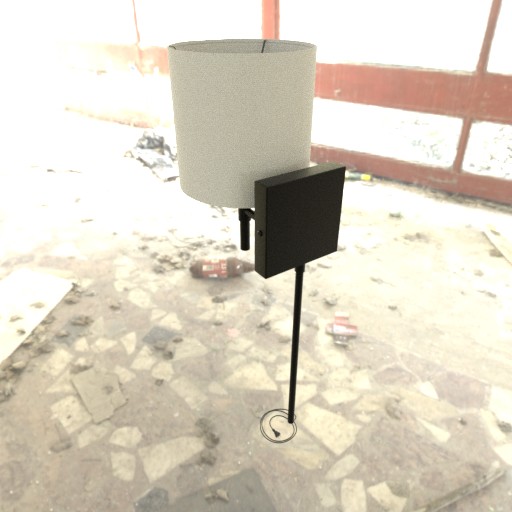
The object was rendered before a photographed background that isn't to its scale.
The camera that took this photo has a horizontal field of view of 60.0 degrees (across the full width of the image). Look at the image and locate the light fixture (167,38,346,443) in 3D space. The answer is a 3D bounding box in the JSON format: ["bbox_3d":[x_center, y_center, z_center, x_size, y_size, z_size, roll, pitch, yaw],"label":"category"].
[{"bbox_3d":[0.000,0.000,0.688,0.188,0.589,0.248,-20,36,-30],"label":"light fixture"}]
